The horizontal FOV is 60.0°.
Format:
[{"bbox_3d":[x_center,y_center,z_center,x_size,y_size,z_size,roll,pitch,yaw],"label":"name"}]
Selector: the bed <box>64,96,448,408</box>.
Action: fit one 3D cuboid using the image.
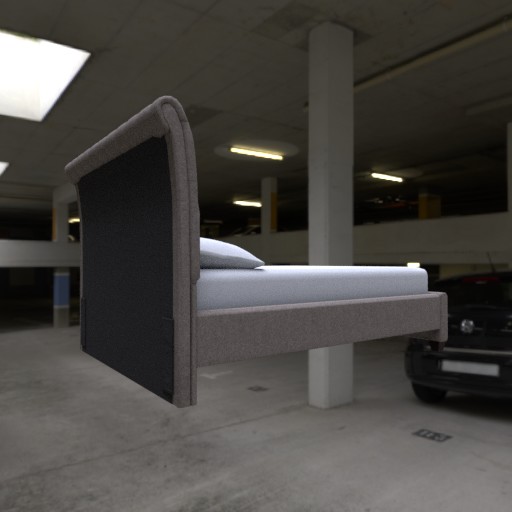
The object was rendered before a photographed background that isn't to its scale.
[{"bbox_3d":[0.000,0.000,3.207,2.252,1.371,1.645,1,-1,-36],"label":"bed"}]
